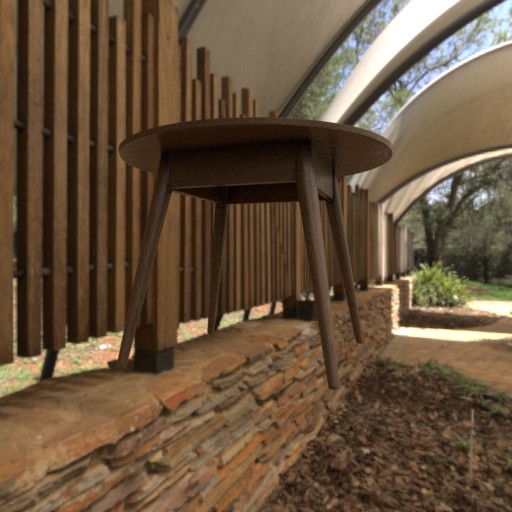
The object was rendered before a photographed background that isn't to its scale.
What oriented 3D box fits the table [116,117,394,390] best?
[{"bbox_3d":[0.000,0.000,1.777,1.053,0.786,1.053,0,0,0],"label":"table"}]
